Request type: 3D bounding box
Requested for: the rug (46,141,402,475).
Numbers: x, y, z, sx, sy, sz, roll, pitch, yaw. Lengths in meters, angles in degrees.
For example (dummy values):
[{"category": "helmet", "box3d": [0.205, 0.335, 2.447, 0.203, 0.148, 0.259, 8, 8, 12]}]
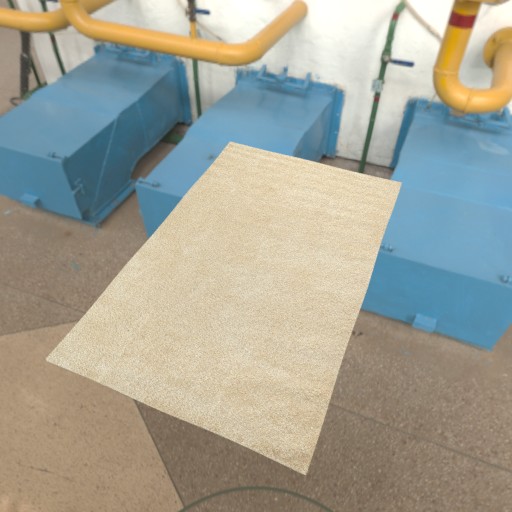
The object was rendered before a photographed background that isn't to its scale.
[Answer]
[{"category": "rug", "box3d": [0.000, 0.000, 2.964, 1.500, 0.025, 2.346, 17, 49, 16]}]
